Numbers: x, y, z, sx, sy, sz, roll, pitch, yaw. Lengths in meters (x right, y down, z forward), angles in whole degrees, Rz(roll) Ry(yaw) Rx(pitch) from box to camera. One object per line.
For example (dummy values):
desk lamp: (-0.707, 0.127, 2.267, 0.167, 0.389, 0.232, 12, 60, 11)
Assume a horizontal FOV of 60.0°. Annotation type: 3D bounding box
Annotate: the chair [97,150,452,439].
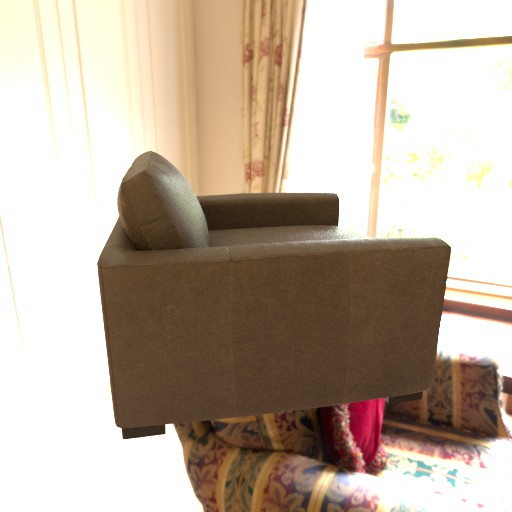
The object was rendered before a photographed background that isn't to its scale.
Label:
chair: (0.000, 0.000, 1.810, 1.080, 0.807, 1.106, -3, 18, -11)
